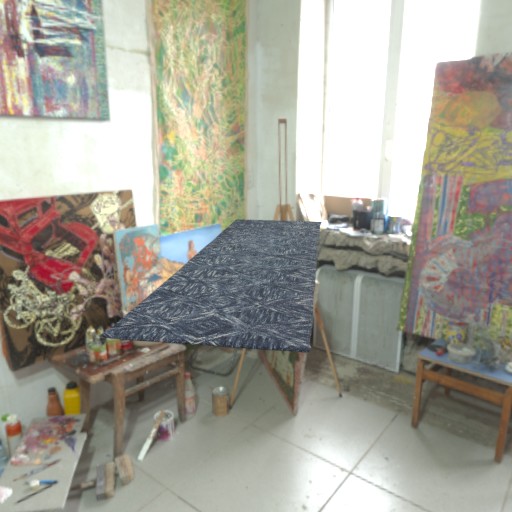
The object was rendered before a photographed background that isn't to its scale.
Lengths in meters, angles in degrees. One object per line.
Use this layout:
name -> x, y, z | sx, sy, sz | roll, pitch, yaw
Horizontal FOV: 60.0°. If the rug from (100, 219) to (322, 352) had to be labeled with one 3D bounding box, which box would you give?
rug -> 0.000, 0.000, 2.545 | 0.719, 0.013, 2.306 | 2, 15, 9
